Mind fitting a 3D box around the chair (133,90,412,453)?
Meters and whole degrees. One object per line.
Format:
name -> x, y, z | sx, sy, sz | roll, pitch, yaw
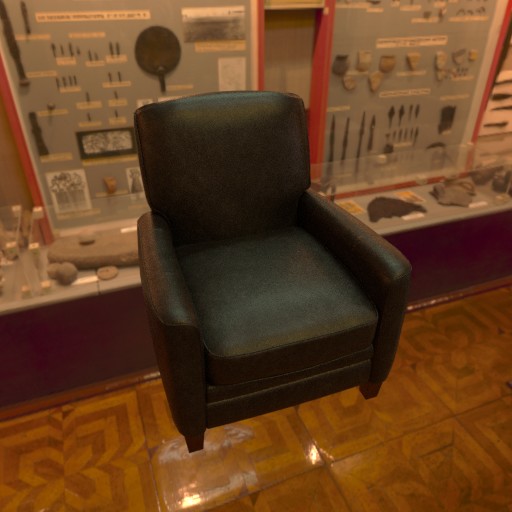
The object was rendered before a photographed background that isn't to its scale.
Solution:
chair -> 0.000, 0.000, 1.652 | 0.848, 1.014, 0.864 | -11, 34, -16
